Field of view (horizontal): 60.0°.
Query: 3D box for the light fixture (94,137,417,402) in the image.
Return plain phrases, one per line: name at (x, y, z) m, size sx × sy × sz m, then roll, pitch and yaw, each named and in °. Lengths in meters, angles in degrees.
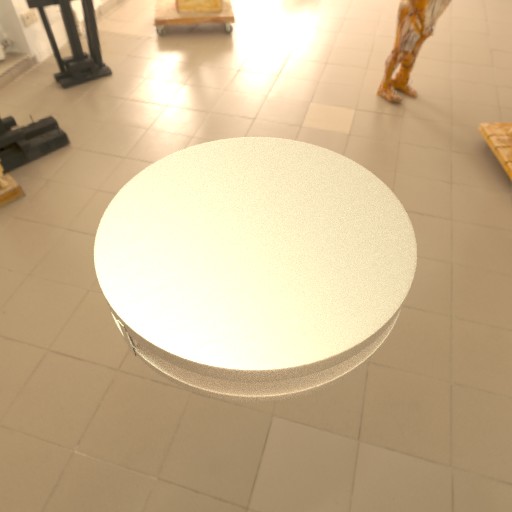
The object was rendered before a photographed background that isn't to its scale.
light fixture at (0.000, 0.000, 0.536) m, size 0.356 × 0.102 × 0.356 m, roll 0°, pitch 48°, yaw 0°
